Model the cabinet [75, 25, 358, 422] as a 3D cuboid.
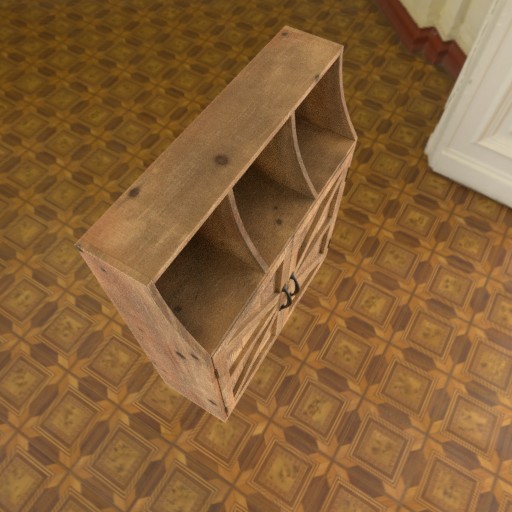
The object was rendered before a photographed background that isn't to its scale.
[{"bbox_3d":[0.000,0.000,0.835,0.184,0.590,0.489,27,63,15],"label":"cabinet"}]
